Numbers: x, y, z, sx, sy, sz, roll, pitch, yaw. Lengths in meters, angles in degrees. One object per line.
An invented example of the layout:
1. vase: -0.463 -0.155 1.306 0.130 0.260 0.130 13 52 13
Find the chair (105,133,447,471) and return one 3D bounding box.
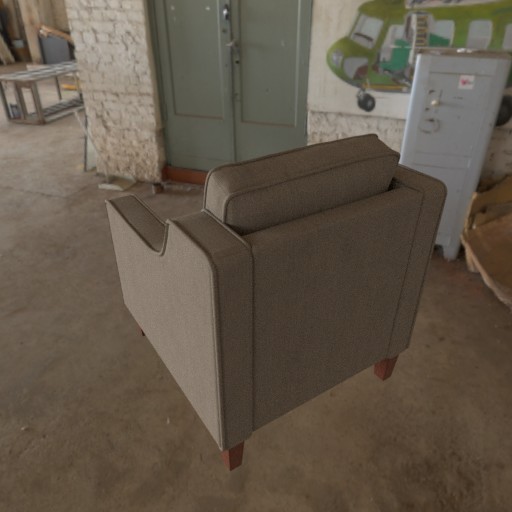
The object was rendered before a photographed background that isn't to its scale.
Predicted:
1. chair: 0.000 0.000 1.666 0.831 0.960 0.909 -19 36 -28
